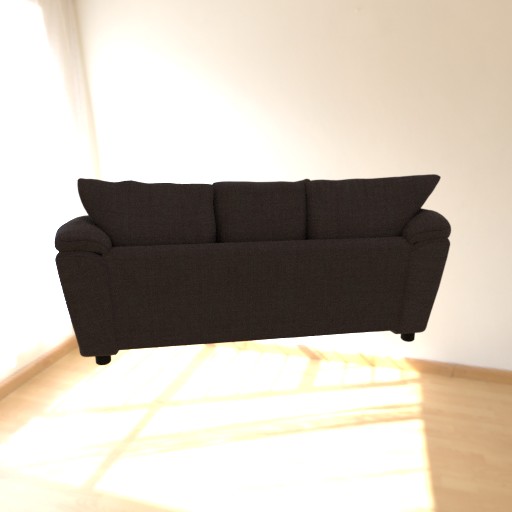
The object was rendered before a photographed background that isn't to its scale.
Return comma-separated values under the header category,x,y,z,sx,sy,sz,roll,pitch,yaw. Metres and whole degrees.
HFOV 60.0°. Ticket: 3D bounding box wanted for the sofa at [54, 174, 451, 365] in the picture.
category,x,y,z,sx,sy,sz,roll,pitch,yaw
sofa,0.000,0.000,2.907,2.336,1.080,0.883,-2,15,-9
